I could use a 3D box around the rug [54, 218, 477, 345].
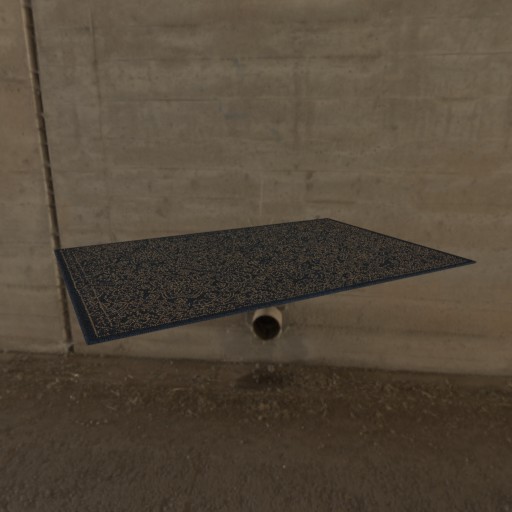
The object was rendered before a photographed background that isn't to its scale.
[{"bbox_3d":[0.000,0.000,2.291,1.829,0.010,1.219,-9,18,-27],"label":"rug"}]
